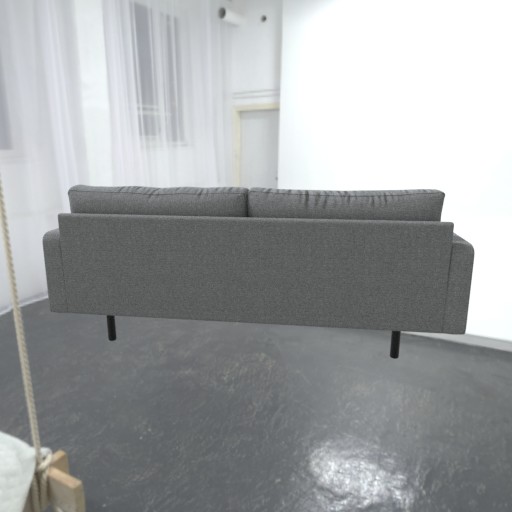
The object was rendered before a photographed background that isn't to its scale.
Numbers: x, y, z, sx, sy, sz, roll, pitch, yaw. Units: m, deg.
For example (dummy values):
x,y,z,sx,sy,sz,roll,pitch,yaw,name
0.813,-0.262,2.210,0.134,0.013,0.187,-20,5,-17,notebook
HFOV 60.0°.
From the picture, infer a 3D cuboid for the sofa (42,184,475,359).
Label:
x,y,z,sx,sy,sz,roll,pitch,yaw,name
0.000,0.000,2.677,2.200,0.880,0.880,2,14,8,sofa
